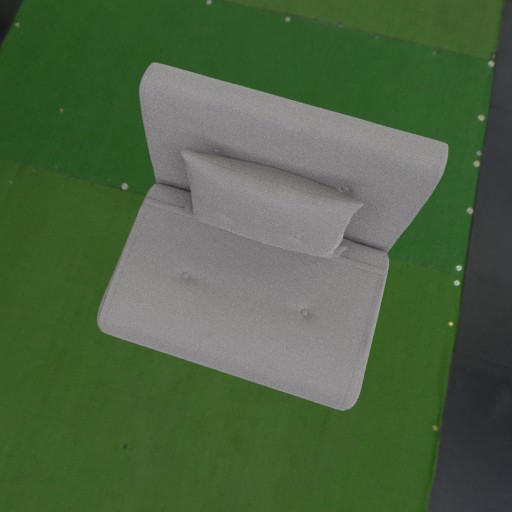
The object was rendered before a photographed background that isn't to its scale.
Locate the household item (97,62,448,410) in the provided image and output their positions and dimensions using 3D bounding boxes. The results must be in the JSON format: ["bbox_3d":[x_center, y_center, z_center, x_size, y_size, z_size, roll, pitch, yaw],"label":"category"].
[{"bbox_3d":[0.000,0.000,1.651,1.000,0.800,0.874,17,77,4],"label":"household item"}]
